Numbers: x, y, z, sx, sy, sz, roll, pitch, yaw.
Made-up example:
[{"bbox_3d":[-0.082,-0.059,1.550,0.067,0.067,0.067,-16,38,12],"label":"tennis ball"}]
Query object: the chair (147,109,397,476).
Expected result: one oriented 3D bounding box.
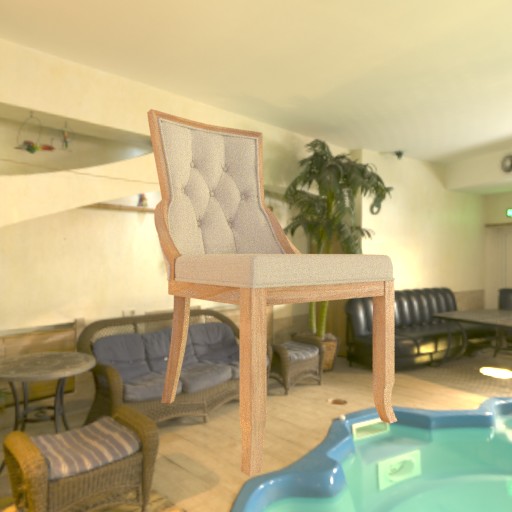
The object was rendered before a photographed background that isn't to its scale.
[{"bbox_3d":[0.000,0.000,1.358,0.524,0.947,0.641,0,0,-37],"label":"chair"}]
